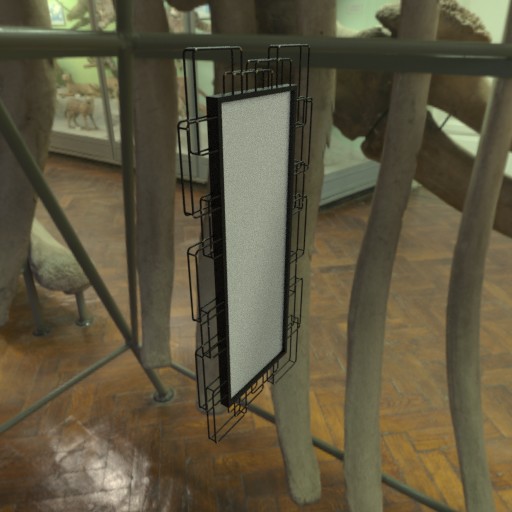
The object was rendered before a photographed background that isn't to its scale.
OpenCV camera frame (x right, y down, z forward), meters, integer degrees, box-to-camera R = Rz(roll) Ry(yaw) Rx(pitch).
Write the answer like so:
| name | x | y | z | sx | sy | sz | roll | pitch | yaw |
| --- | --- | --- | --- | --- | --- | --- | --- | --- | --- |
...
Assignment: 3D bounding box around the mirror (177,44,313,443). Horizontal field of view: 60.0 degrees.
| name | x | y | z | sx | sy | sz | roll | pitch | yaw |
| --- | --- | --- | --- | --- | --- | --- | --- | --- | --- |
| mirror | 0.000 | 0.000 | 1.391 | 0.037 | 1.192 | 0.565 | 18 | 32 | 32 |
